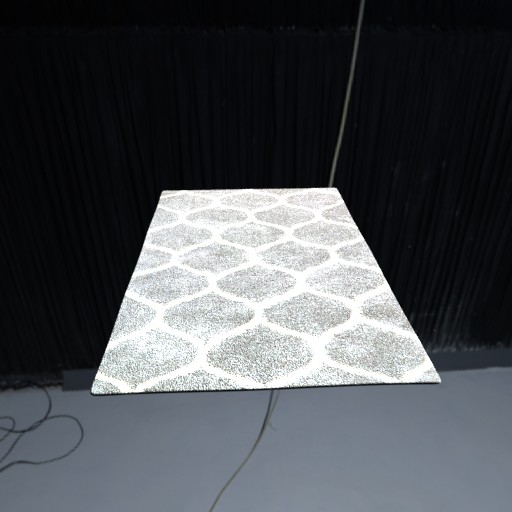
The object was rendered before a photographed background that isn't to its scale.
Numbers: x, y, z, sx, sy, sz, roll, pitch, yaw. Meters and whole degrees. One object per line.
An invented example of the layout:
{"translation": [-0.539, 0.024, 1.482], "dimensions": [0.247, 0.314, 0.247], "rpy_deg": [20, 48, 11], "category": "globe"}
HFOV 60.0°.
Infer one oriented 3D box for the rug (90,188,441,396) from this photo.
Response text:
{"translation": [0.000, 0.000, 3.415], "dimensions": [1.801, 0.026, 2.701], "rpy_deg": [-1, 30, -2], "category": "rug"}
